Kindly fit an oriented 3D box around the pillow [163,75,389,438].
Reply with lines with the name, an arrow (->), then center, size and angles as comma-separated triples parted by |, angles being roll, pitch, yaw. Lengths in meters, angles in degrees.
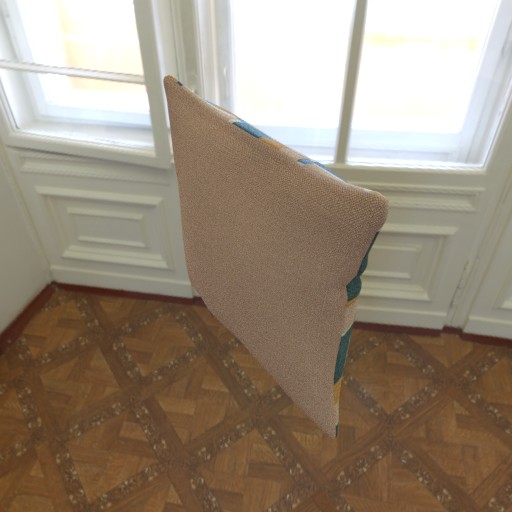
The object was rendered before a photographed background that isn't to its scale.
pillow -> 0.000, 0.000, 0.746 | 0.158, 0.479, 0.478 | -25, 46, -27
